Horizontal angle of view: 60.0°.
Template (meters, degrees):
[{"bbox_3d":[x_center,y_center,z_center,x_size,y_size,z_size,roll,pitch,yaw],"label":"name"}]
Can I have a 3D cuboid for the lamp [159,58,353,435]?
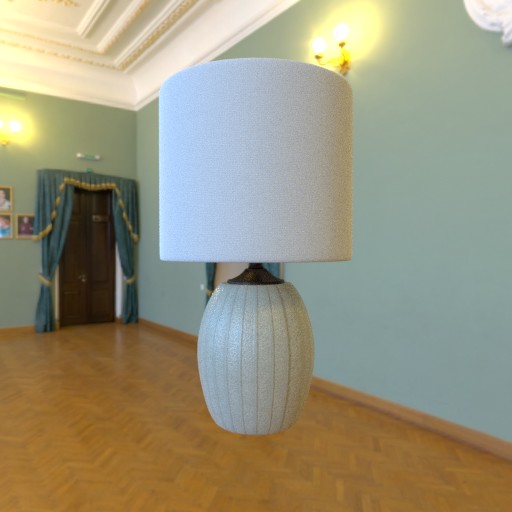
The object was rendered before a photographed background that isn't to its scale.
[{"bbox_3d":[0.000,0.000,0.773,0.329,0.570,0.329,-1,1,-37],"label":"lamp"}]
